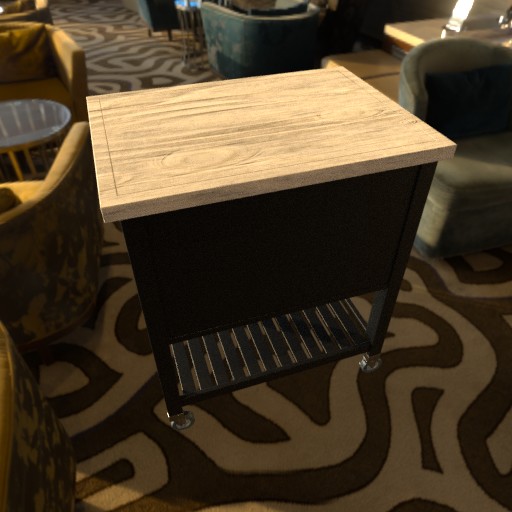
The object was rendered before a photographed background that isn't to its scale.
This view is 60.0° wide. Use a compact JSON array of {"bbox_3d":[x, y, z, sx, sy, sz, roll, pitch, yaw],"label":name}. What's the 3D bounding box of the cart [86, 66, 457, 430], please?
[{"bbox_3d":[0.000,0.000,1.418,0.797,0.920,0.567,-12,42,-14],"label":"cart"}]
